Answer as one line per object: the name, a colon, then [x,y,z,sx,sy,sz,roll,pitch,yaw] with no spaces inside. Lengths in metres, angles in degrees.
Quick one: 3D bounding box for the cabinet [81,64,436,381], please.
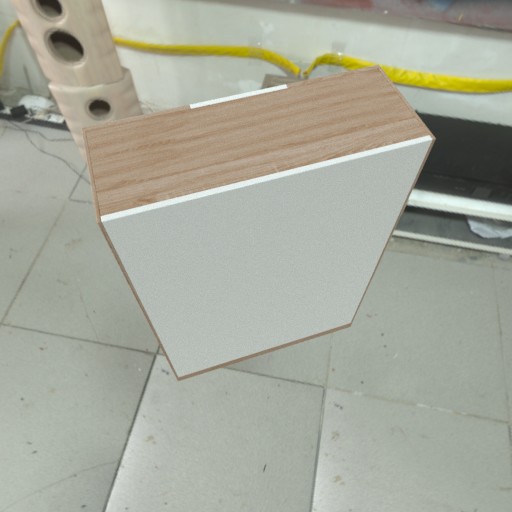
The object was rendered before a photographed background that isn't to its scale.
cabinet: [0.000,0.000,2.902,1.500,2.120,0.590,-16,59,-10]
